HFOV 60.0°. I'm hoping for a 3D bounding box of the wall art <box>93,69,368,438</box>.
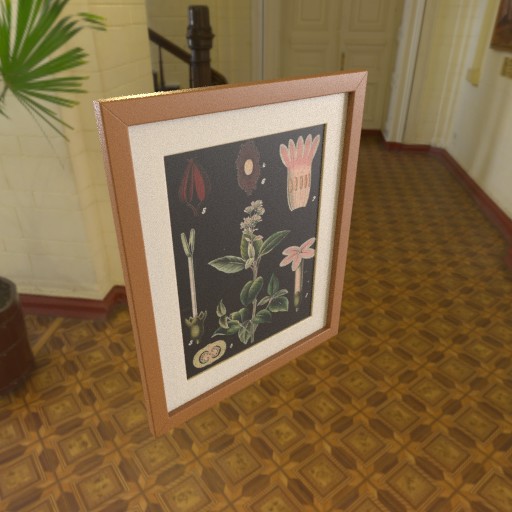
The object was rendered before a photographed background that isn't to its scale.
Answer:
[{"bbox_3d":[0.000,0.000,0.514,0.310,0.379,0.015,-21,36,-32],"label":"wall art"}]
